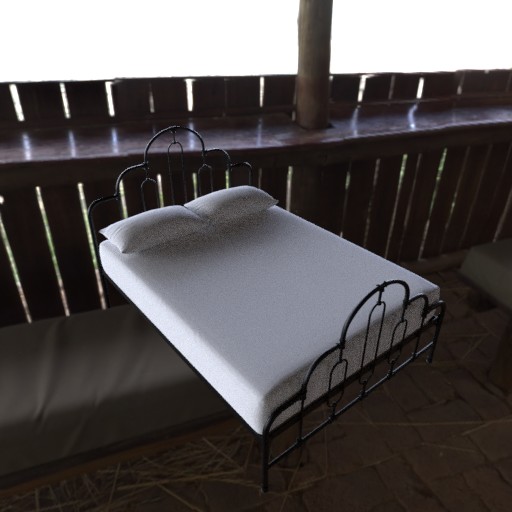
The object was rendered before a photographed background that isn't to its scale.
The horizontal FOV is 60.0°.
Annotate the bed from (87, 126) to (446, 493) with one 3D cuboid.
[{"bbox_3d":[0.000,0.000,3.224,1.626,1.444,2.181,-22,37,-33],"label":"bed"}]
